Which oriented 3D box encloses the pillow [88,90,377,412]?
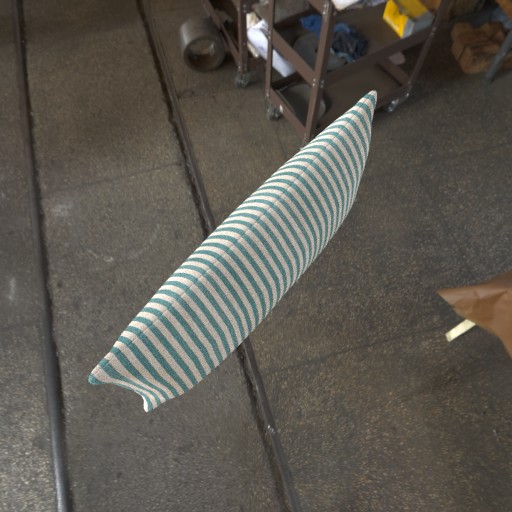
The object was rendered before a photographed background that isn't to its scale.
[{"bbox_3d":[0.000,0.000,0.757,0.151,0.295,0.617,37,69,17],"label":"pillow"}]
